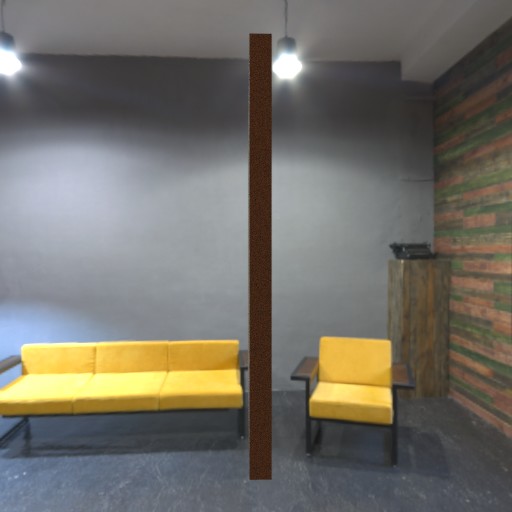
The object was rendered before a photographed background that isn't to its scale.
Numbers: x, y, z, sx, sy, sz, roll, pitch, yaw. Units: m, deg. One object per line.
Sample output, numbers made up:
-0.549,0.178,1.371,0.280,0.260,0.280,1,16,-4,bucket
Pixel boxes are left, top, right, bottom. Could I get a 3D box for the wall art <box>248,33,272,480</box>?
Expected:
0.000,0.000,1.134,0.038,0.758,0.761,0,0,-1,wall art
